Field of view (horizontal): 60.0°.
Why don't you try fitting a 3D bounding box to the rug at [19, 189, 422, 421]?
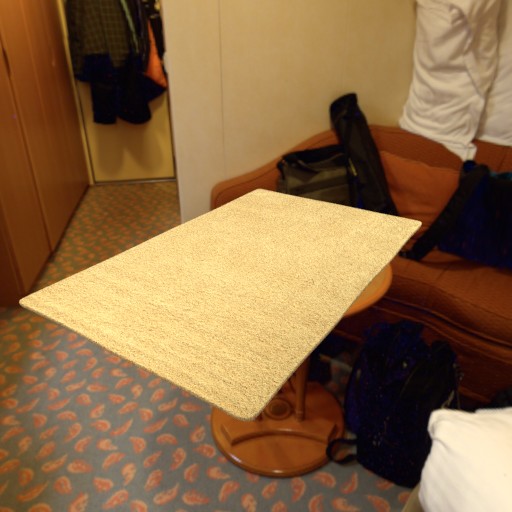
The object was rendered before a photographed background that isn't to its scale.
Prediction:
[{"bbox_3d":[0.000,0.000,2.869,1.500,0.025,2.349,16,31,30],"label":"rug"}]
